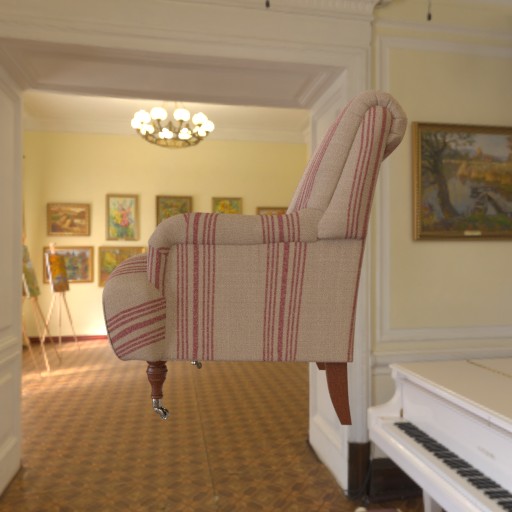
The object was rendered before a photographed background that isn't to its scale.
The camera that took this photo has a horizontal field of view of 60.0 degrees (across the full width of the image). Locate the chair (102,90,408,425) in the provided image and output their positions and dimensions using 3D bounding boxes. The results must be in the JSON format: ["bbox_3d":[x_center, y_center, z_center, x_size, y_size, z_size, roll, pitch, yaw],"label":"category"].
[{"bbox_3d":[0.000,0.000,1.864,1.058,1.123,0.933,0,0,2],"label":"chair"}]
